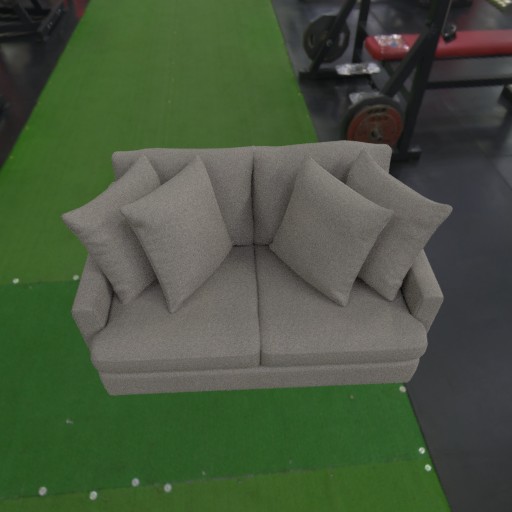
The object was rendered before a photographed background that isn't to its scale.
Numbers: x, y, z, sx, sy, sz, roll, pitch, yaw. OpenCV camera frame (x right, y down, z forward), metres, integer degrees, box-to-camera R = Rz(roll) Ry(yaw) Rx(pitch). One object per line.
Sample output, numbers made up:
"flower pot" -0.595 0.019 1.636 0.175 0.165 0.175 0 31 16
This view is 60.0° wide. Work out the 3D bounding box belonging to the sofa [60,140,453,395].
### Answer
"sofa" 0.000 0.000 2.577 1.869 1.080 1.228 -2 46 -2
